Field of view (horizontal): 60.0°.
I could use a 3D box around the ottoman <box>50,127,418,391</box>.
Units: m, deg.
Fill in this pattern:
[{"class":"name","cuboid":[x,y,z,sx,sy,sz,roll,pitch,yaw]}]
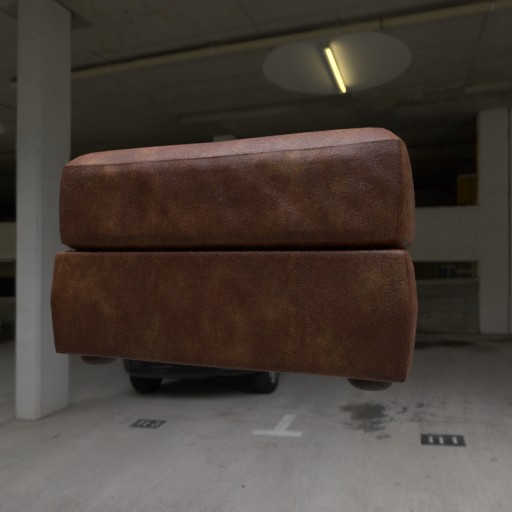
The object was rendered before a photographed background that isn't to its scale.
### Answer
[{"class":"ottoman","cuboid":[0.000,0.000,1.099,0.751,0.476,0.603,0,0,19]}]
